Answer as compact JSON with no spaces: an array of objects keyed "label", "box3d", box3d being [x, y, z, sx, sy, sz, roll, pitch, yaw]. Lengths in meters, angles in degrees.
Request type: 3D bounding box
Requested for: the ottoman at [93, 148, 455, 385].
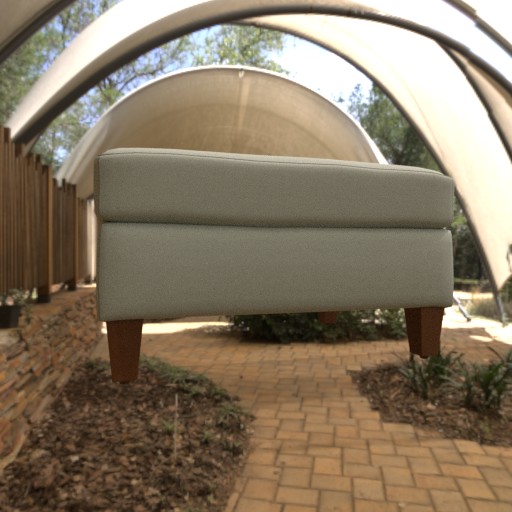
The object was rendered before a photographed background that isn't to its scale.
[{"label":"ottoman","box3d":[0.000,0.000,1.220,0.818,0.496,0.634,0,0,-17]}]
